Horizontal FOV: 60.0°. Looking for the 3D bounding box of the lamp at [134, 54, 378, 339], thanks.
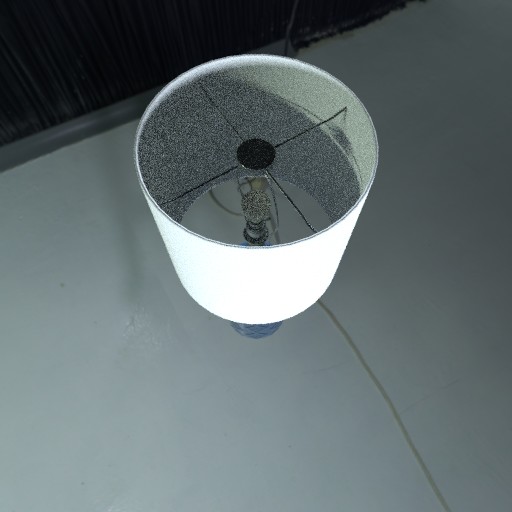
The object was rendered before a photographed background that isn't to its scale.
[{"bbox_3d":[0.000,0.000,0.584,0.207,0.461,0.207,-30,68,-13],"label":"lamp"}]
